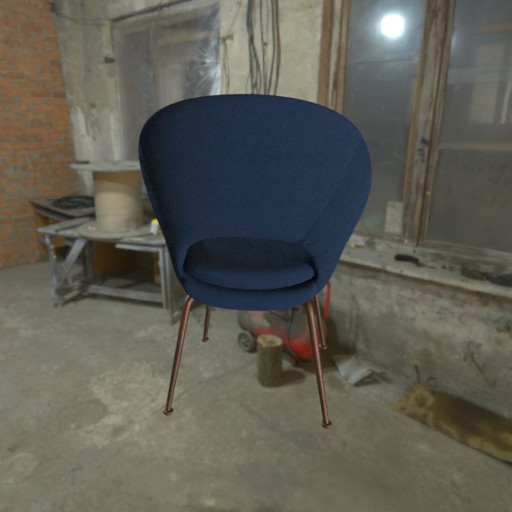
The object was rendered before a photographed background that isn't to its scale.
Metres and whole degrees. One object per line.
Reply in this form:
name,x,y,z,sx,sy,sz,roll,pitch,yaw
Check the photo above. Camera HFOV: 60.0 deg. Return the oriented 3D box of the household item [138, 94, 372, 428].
household item,0.000,0.000,1.286,0.623,0.852,0.573,2,17,7
